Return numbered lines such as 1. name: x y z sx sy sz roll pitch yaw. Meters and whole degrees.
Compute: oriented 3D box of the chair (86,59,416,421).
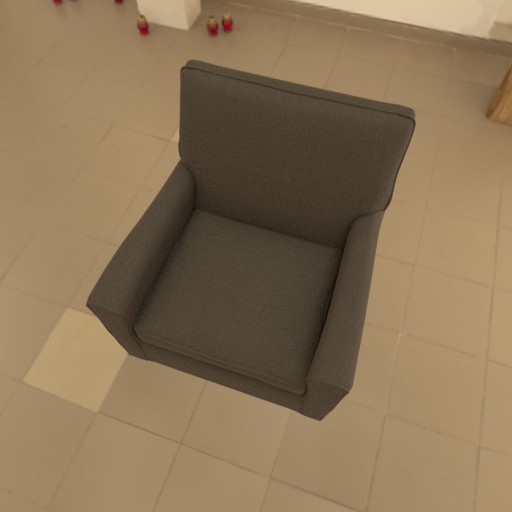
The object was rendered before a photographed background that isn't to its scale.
1. chair: 0.000 0.000 1.616 0.836 0.911 0.831 16 61 9
